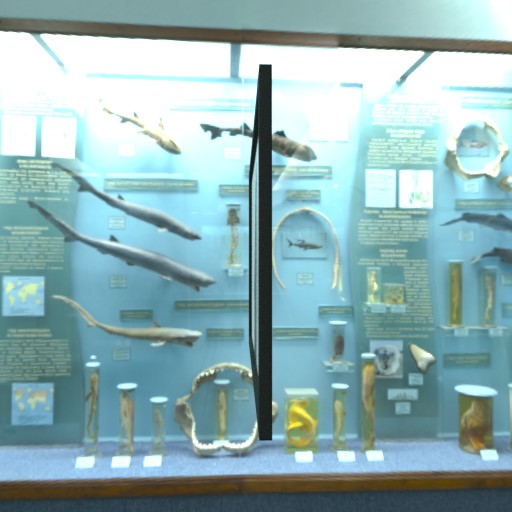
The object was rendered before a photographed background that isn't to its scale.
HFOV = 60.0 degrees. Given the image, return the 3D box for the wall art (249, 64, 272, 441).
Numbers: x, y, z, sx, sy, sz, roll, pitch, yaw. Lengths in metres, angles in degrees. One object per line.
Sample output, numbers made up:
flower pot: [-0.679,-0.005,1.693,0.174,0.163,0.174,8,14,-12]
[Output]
wall art: [0.000,0.000,1.251,0.026,0.656,0.958,0,-1,-2]
